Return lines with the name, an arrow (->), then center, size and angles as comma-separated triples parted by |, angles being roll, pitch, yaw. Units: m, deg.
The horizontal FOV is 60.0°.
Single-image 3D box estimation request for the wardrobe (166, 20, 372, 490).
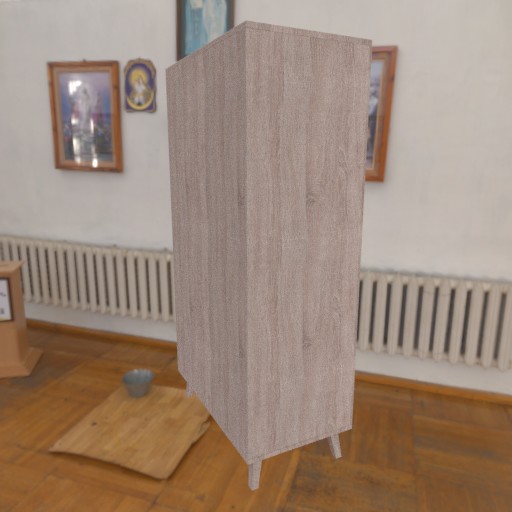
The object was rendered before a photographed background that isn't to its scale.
wardrobe -> 0.000, 0.000, 2.341 | 0.600, 1.960, 1.000 | -6, 14, -27
